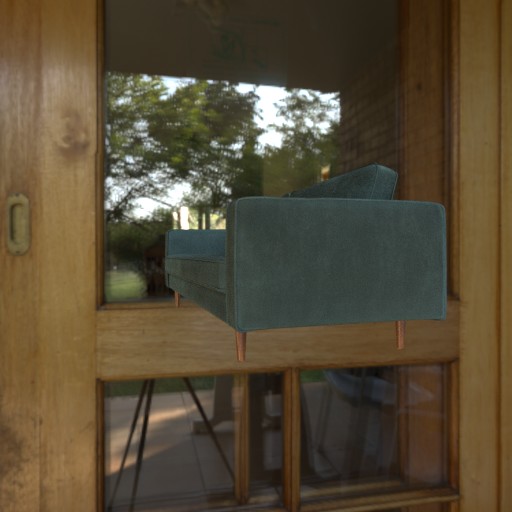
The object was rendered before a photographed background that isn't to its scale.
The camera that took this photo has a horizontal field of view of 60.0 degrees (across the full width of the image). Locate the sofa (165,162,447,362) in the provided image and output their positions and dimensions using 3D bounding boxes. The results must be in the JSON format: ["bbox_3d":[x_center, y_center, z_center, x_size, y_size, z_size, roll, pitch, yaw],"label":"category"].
[{"bbox_3d":[0.000,0.000,2.625,0.886,0.781,2.214,0,0,-17],"label":"sofa"}]
